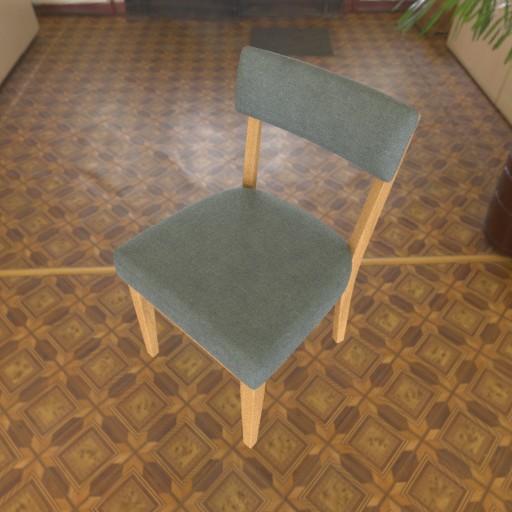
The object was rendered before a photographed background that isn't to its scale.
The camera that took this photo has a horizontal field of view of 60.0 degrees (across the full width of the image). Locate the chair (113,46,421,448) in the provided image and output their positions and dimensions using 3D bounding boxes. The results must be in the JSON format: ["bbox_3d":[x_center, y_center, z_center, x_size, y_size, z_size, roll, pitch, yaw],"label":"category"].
[{"bbox_3d":[0.000,0.000,1.179,0.508,0.832,0.572,34,56,27],"label":"chair"}]
